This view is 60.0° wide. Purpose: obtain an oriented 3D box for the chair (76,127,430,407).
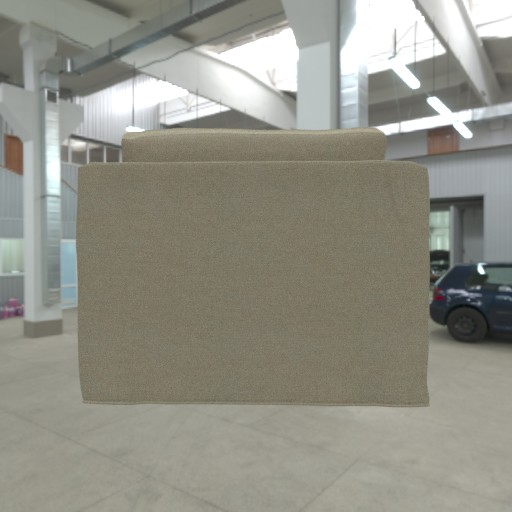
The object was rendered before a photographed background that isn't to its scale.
[{"bbox_3d":[0.000,0.000,1.735,1.057,0.863,0.949,0,0,2],"label":"chair"}]
